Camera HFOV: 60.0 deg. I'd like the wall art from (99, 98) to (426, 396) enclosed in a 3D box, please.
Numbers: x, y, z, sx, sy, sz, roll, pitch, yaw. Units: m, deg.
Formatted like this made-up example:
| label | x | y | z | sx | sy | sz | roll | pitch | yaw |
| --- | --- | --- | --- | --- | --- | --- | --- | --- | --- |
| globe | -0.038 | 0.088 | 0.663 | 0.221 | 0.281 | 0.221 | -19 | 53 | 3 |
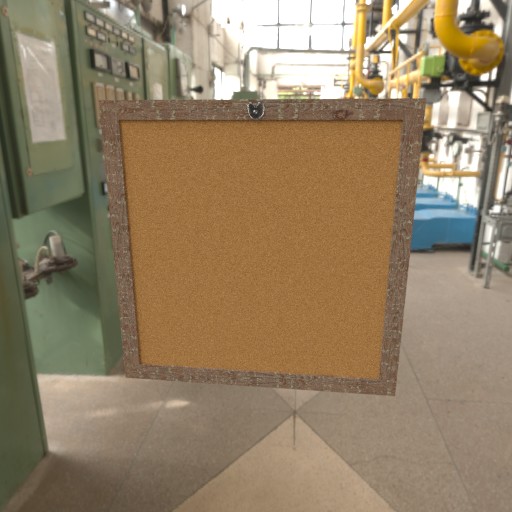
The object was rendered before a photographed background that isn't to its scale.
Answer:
| label | x | y | z | sx | sy | sz | roll | pitch | yaw |
| --- | --- | --- | --- | --- | --- | --- | --- | --- | --- |
| wall art | 0.000 | 0.000 | 0.576 | 0.384 | 0.384 | 0.012 | 2 | 17 | 7 |
